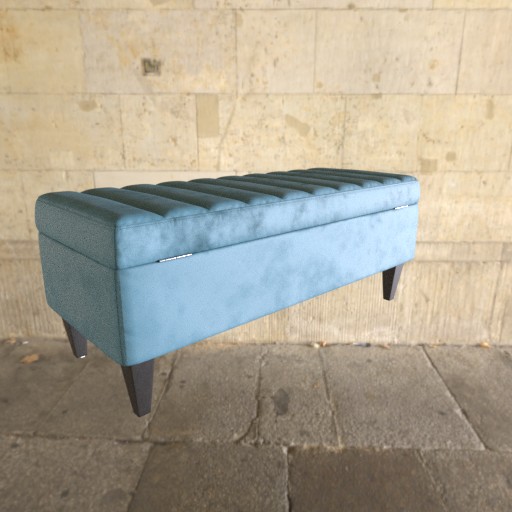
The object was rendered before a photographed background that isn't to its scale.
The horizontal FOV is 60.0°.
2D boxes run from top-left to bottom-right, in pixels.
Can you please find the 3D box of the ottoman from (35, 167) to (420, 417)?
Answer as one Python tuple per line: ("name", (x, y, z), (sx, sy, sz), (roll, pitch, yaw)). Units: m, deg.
("ottoman", (0.000, 0.000, 1.401), (1.151, 0.469, 0.482), (-14, 22, -40))
